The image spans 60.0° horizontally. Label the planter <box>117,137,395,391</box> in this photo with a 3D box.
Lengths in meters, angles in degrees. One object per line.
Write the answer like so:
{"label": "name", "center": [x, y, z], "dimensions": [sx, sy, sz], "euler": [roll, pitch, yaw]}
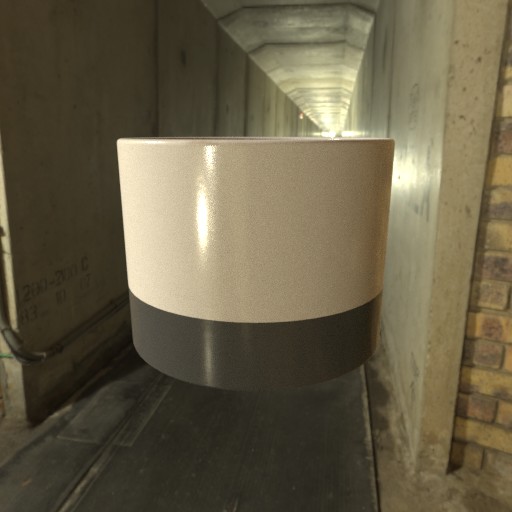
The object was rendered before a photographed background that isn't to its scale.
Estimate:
{"label": "planter", "center": [0.000, 0.000, 0.344], "dimensions": [0.193, 0.177, 0.193], "euler": [0, 15, 0]}
